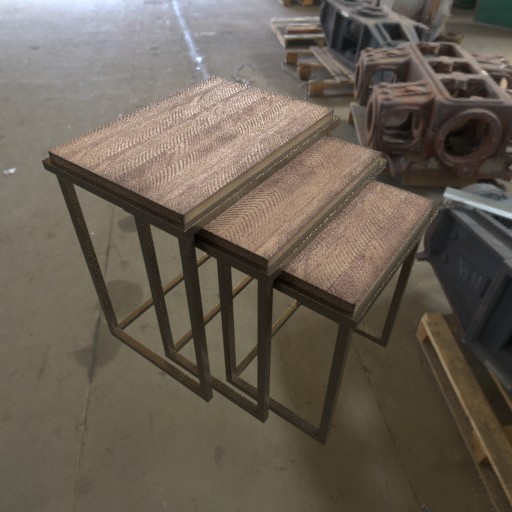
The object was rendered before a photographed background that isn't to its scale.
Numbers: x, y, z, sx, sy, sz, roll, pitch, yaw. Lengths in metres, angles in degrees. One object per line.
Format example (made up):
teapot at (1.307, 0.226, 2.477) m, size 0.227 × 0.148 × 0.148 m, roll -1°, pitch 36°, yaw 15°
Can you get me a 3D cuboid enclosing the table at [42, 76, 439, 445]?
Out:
table at (0.000, 0.000, 1.131) m, size 0.706 × 0.610 × 0.559 m, roll 26°, pitch 48°, yaw 26°
